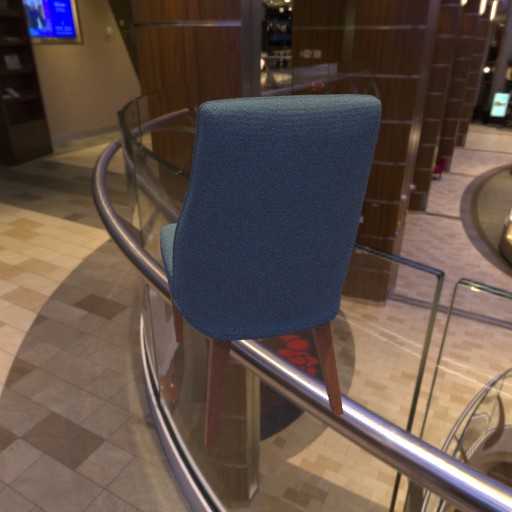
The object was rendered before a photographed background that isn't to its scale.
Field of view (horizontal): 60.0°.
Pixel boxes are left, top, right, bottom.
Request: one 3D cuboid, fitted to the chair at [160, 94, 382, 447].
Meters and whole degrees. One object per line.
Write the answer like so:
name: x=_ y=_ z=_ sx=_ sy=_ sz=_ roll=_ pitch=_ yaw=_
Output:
chair: x=0.000 y=0.000 z=1.280 sx=0.500 sy=0.930 sz=0.620 roll=-8 pitch=27 yaw=-15
